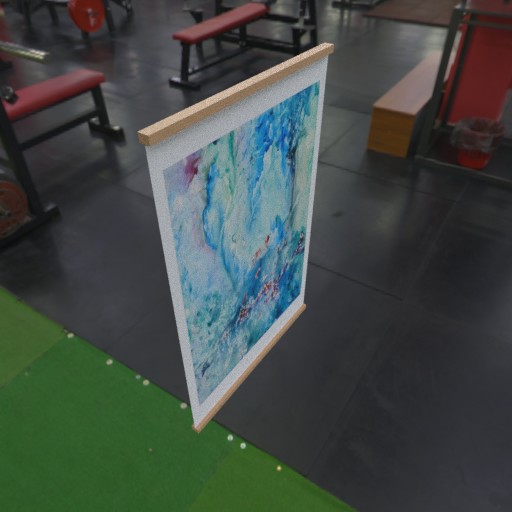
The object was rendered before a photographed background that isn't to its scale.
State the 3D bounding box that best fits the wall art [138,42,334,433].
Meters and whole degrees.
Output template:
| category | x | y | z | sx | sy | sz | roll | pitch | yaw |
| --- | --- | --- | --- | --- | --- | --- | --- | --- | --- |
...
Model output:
| category | x | y | z | sx | sy | sz | roll | pitch | yaw |
| --- | --- | --- | --- | --- | --- | --- | --- | --- | --- |
| wall art | 0.000 | 0.000 | 0.651 | 0.013 | 0.510 | 0.335 | 25 | 46 | 26 |
